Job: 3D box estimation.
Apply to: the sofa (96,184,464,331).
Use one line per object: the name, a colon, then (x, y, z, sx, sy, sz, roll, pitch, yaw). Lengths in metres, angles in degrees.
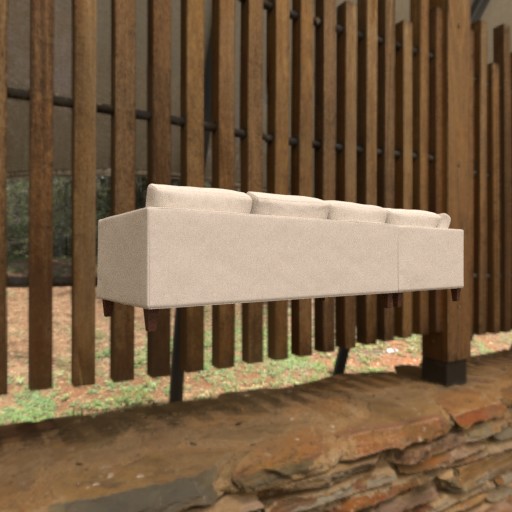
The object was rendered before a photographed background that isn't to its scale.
sofa: (0.000, 0.000, 4.287, 3.182, 0.863, 2.432, 0, -1, -35)
